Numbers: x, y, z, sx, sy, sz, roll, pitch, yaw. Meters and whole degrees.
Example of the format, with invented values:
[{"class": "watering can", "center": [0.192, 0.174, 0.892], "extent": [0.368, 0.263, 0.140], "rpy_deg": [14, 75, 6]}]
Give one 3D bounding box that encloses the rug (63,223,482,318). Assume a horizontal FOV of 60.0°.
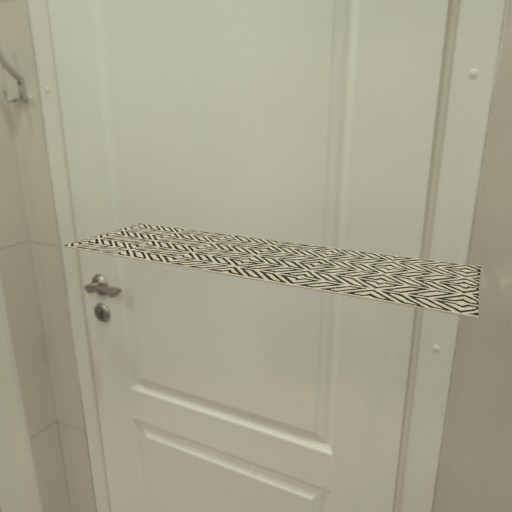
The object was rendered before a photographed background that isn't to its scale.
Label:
[{"class": "rug", "center": [0.000, 0.000, 2.672], "extent": [2.435, 0.009, 0.750], "rpy_deg": [8, 19, 25]}]
